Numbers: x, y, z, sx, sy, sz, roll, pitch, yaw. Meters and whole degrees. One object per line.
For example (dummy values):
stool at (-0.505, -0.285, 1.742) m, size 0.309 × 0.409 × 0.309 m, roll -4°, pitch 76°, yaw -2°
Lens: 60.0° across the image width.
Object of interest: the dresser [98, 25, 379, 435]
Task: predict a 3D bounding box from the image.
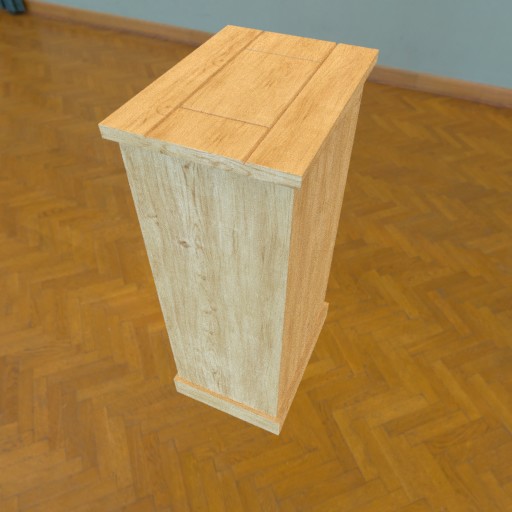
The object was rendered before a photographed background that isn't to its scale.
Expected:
dresser at (0.000, 0.000, 1.291) m, size 0.390 × 1.041 × 0.531 m, roll 18°, pitch 49°, yaw 16°
